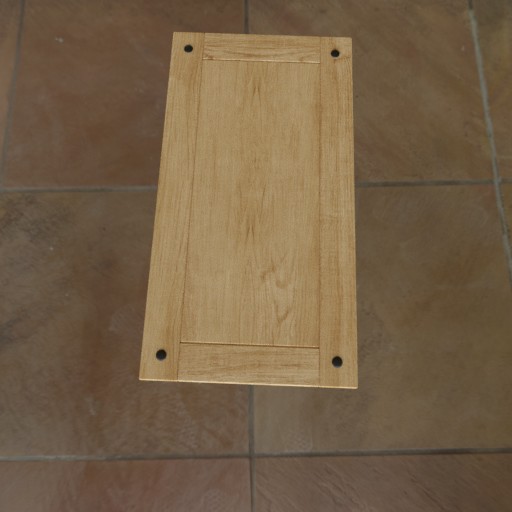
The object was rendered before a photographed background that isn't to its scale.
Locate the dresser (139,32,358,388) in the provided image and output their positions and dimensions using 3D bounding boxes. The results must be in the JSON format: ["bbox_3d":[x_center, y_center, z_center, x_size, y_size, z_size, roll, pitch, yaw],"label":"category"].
[{"bbox_3d":[0.000,0.000,1.717,0.485,1.300,0.915,2,76,1],"label":"dresser"}]
